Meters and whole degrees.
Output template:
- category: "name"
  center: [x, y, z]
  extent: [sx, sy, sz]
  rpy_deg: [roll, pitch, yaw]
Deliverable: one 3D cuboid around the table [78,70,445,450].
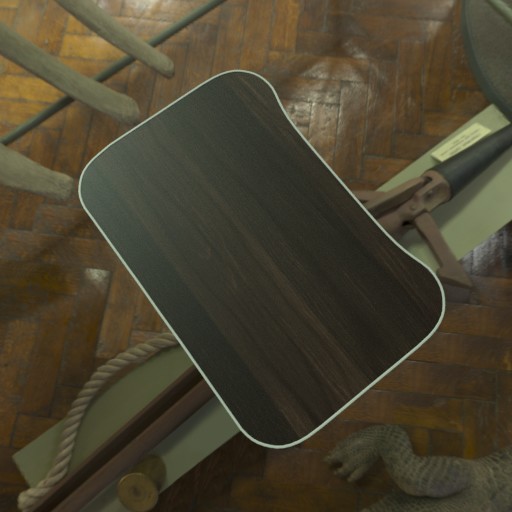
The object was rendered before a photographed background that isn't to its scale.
- category: "table"
  center: [0.000, 0.000, 0.856]
  extent: [0.400, 0.232, 0.660]
  rpy_deg: [-36, 79, -8]
